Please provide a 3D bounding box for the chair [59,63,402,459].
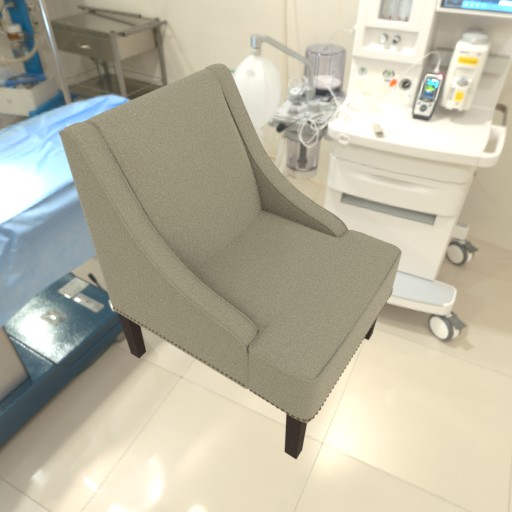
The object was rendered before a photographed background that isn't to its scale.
[{"bbox_3d":[0.000,0.000,1.348,0.737,0.864,0.610,24,46,25],"label":"chair"}]
